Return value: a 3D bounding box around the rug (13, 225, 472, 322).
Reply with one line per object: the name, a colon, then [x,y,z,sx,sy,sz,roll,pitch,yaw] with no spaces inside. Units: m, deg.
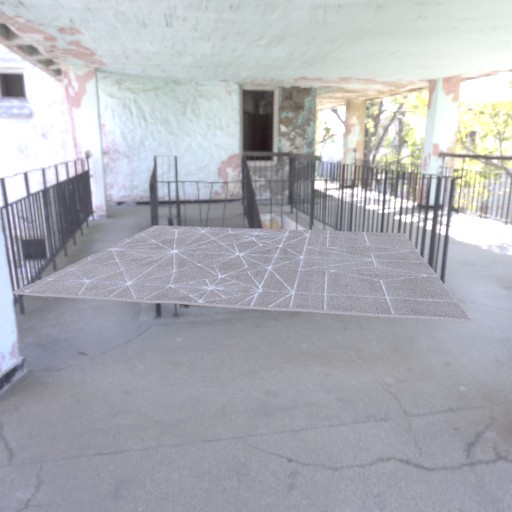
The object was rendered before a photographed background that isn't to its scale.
rug: [0.000,0.000,0.863,0.639,0.006,0.548,2,15,9]
